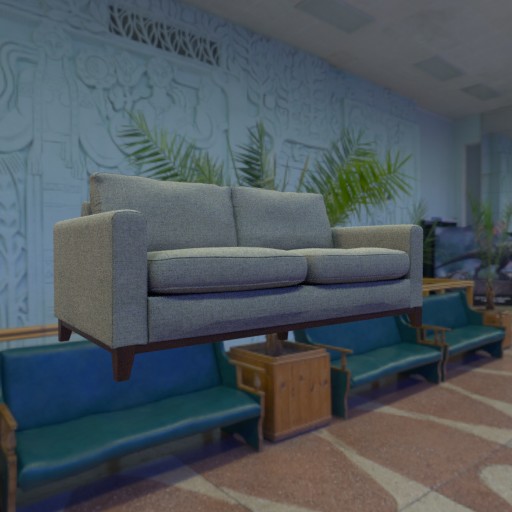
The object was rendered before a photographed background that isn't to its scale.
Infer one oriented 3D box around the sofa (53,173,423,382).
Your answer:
[{"bbox_3d":[0.000,0.000,2.544,1.978,0.892,0.969,-1,1,-37],"label":"sofa"}]
